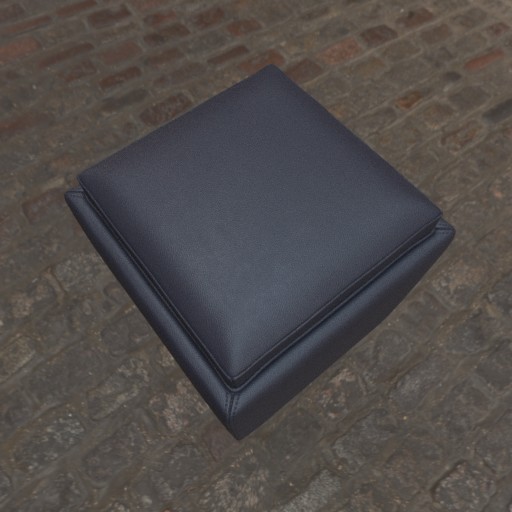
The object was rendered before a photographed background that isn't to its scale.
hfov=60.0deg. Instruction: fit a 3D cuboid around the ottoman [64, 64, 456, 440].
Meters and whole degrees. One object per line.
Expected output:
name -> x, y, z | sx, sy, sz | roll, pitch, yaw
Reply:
ottoman -> 0.000, 0.000, 0.818 | 0.450, 0.460, 0.451 | -36, 69, -16
